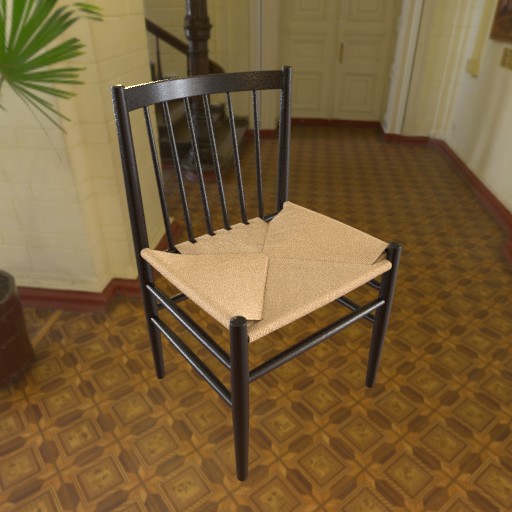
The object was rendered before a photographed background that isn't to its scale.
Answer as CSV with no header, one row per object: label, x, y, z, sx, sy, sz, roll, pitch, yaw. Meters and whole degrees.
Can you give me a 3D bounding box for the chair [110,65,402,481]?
chair,0.000,0.000,1.116,0.495,0.818,0.516,-22,37,-32
